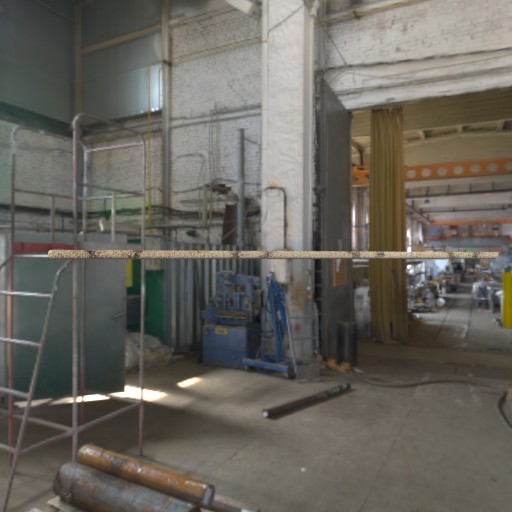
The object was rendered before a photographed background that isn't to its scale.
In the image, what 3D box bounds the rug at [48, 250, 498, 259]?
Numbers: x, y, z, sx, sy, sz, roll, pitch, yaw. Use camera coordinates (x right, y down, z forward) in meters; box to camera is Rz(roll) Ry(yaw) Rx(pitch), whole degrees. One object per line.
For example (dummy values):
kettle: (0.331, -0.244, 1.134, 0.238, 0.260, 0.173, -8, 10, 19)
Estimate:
rug: (0.000, 0.000, 2.031, 1.600, 0.025, 1.200, 0, 0, -18)
